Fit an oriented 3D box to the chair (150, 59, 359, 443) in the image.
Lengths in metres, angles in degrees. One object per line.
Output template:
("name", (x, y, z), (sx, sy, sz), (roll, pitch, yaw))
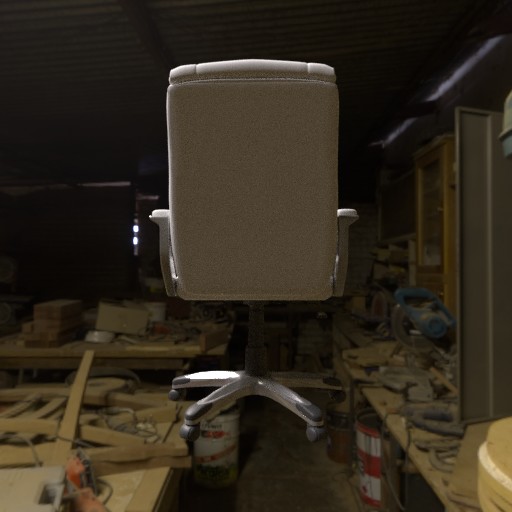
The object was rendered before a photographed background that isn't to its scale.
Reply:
("chair", (0.000, 0.000, 1.609), (0.687, 1.120, 0.738), (0, 0, 2))
